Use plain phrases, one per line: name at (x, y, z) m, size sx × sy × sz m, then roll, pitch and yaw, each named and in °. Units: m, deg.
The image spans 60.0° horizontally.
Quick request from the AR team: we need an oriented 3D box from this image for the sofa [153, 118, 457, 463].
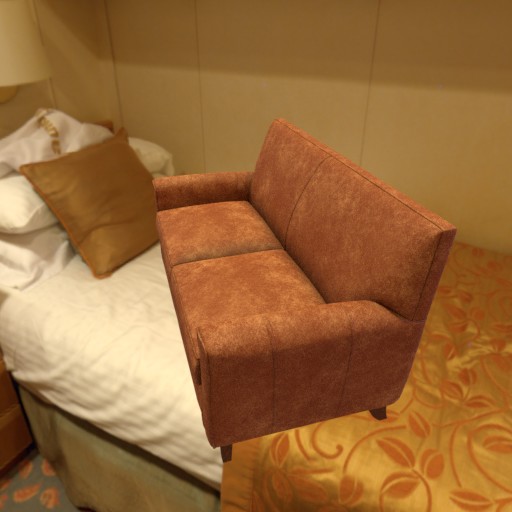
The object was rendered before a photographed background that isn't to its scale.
sofa at (0.000, 0.000, 2.006) m, size 0.787 × 0.871 × 1.473 m, roll -9°, pitch 31°, yaw -15°
